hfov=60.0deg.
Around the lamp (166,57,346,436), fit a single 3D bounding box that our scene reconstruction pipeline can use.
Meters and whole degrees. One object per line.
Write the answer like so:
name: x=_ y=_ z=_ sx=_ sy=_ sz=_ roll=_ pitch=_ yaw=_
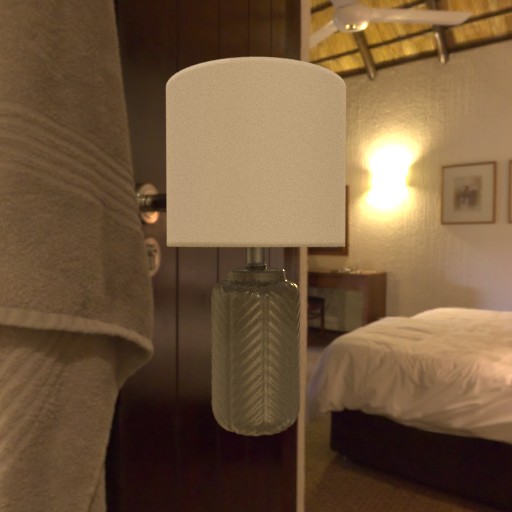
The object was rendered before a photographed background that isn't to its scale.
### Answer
lamp: x=0.000 y=0.000 z=0.515 sx=0.203 sy=0.389 sz=0.203 roll=0 pitch=2 yaw=0
